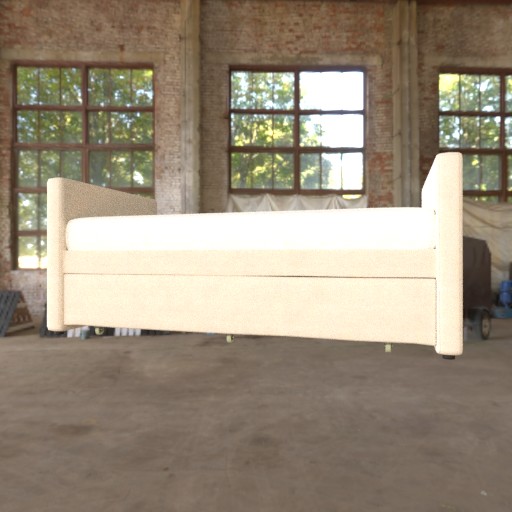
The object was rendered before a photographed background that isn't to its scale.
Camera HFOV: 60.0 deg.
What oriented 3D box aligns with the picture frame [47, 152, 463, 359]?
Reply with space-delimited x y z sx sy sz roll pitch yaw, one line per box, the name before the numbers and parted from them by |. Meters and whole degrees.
picture frame | 0.000 0.000 2.694 2.161 0.891 1.069 0 0 17
